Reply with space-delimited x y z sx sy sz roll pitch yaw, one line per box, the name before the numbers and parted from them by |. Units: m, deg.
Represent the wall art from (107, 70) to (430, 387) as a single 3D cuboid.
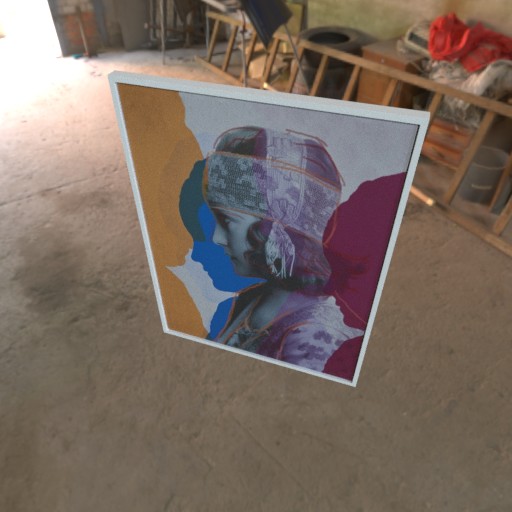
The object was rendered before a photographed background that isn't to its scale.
wall art | 0.000 0.000 1.405 0.795 1.050 0.039 13 44 14
